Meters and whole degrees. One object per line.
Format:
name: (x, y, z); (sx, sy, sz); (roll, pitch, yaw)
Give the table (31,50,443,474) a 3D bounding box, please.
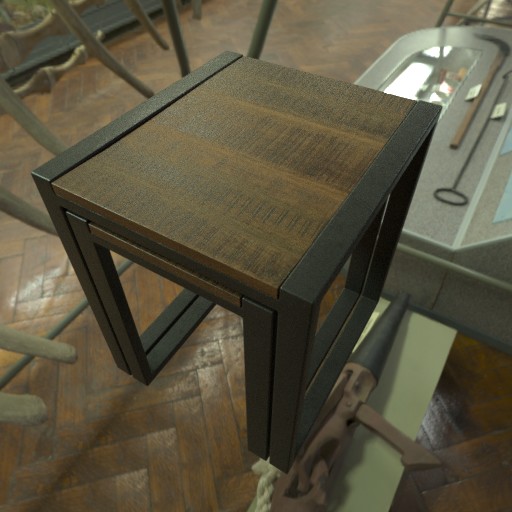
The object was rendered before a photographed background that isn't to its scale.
table: (0.000, 0.000, 0.894); (0.449, 0.550, 0.500); (24, 51, 21)
